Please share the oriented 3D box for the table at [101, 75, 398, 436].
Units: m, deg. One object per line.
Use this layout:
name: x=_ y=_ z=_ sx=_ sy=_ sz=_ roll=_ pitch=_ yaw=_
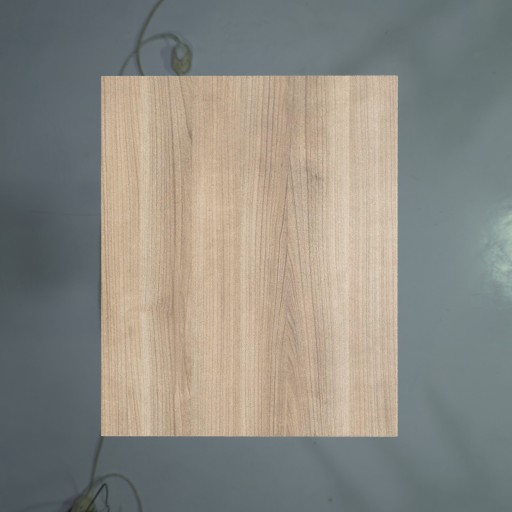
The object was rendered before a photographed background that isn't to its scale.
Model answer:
table: x=0.000 y=0.000 z=0.777 sx=0.380 sy=0.460 sz=0.445 roll=0 pitch=90 yaw=0
